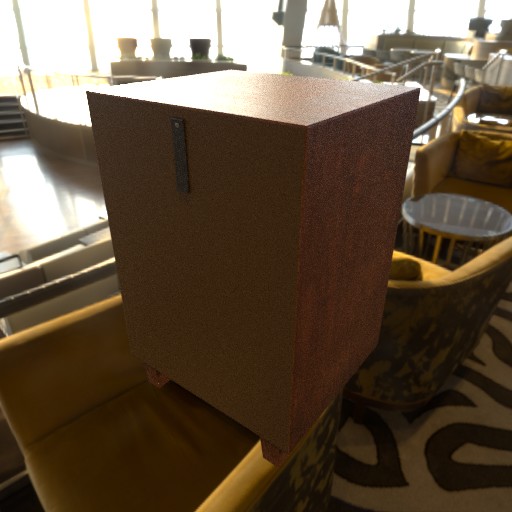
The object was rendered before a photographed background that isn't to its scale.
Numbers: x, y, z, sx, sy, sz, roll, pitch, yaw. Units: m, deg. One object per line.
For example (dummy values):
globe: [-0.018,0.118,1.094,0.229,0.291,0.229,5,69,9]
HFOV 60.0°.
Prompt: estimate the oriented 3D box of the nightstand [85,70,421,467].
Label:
nightstand: [0.000,0.000,0.975,0.465,0.695,0.410,20,35,32]
